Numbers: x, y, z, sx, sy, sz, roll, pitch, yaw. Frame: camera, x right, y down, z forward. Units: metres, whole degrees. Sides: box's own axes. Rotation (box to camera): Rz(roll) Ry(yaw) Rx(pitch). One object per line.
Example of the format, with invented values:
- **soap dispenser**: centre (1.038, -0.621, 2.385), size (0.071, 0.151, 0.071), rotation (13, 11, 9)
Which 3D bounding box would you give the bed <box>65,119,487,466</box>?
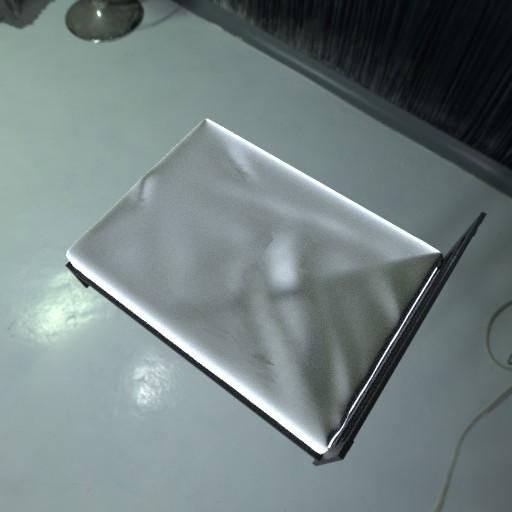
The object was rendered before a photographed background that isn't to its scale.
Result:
- **bed**: centre (0.000, 0.000, 2.863), size (2.062, 0.967, 1.524), rotation (33, 68, 15)
